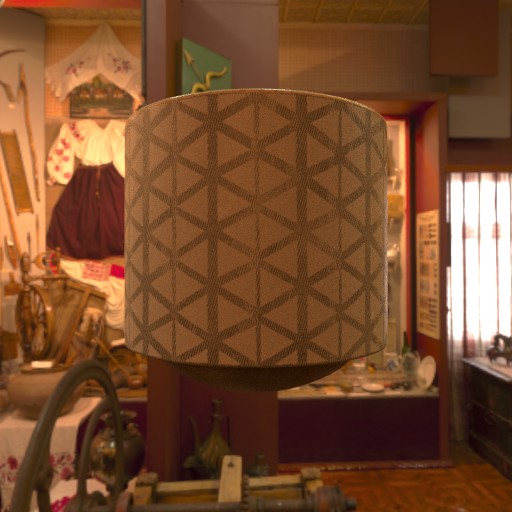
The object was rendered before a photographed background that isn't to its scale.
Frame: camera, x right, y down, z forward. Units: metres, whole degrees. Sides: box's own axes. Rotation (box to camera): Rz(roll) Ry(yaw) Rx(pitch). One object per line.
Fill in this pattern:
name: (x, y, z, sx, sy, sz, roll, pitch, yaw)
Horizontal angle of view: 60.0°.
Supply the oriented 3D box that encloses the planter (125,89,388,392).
planter: (0.000, 0.000, 0.334, 0.190, 0.181, 0.190, 0, 0, 0)
